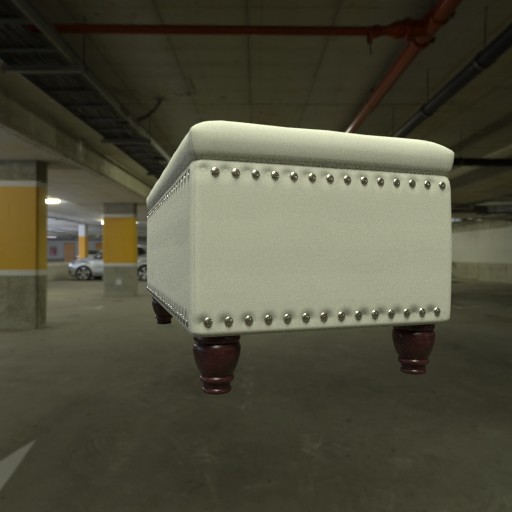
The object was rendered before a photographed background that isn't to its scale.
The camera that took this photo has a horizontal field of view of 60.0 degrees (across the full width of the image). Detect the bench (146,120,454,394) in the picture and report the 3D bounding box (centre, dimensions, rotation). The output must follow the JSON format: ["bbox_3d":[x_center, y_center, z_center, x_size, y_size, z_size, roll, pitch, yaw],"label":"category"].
[{"bbox_3d":[0.000,0.000,1.170,0.500,0.449,0.887,0,0,-18],"label":"bench"}]
